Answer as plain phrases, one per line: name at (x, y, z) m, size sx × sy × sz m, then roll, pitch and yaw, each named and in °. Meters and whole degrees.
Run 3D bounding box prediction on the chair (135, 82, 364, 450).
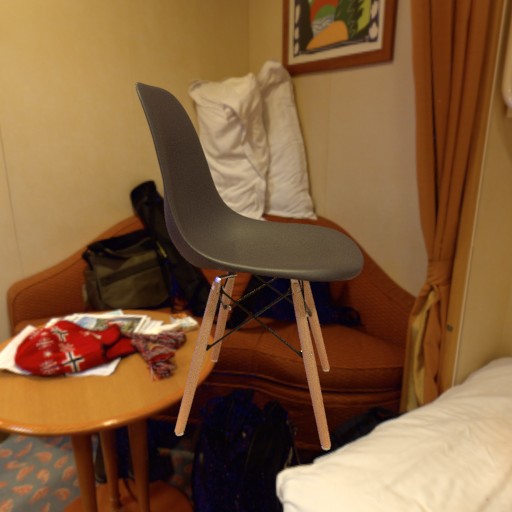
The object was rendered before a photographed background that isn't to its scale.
chair at (0.000, 0.000, 1.130) m, size 0.533 × 0.825 × 0.470 m, roll 2°, pitch 16°, yaw 8°
